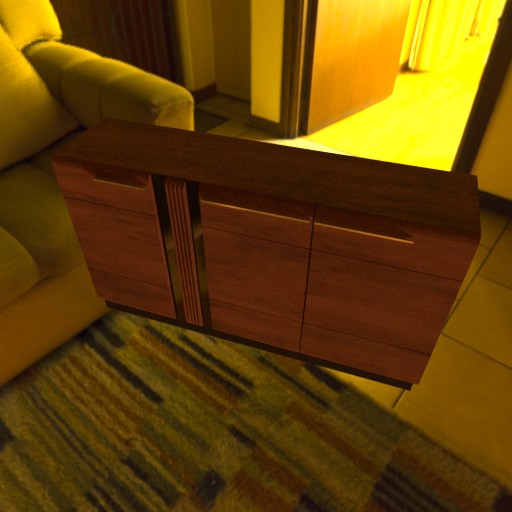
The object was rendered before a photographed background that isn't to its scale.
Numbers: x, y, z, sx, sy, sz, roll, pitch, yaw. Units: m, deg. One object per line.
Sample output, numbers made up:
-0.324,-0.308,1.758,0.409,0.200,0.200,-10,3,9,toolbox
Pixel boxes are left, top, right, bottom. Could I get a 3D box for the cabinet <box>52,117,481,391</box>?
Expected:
0.000,0.000,1.992,1.600,0.900,0.420,13,43,14,cabinet
